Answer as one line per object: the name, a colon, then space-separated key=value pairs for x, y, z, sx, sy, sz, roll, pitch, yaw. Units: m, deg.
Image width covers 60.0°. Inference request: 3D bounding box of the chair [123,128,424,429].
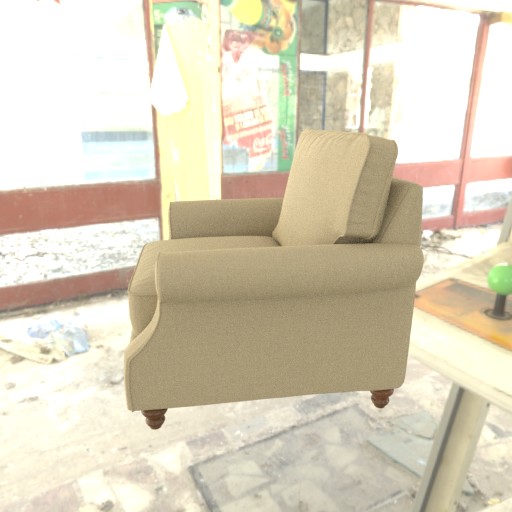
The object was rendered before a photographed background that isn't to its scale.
chair: x=0.000 y=0.000 z=1.772 sx=0.966 sy=0.967 sz=1.029 roll=-2 pitch=17 yaw=-8
